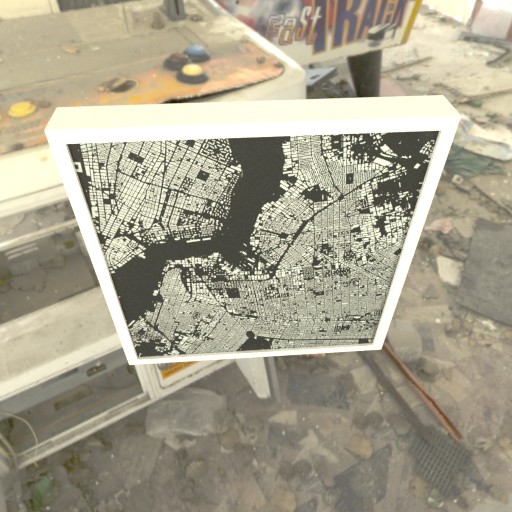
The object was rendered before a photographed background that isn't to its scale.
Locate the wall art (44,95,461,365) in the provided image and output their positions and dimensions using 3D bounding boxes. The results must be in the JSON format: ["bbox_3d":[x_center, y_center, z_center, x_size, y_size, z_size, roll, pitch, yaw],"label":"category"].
[{"bbox_3d":[0.000,0.000,0.442,0.305,0.305,0.037,-3,44,-3],"label":"wall art"}]
